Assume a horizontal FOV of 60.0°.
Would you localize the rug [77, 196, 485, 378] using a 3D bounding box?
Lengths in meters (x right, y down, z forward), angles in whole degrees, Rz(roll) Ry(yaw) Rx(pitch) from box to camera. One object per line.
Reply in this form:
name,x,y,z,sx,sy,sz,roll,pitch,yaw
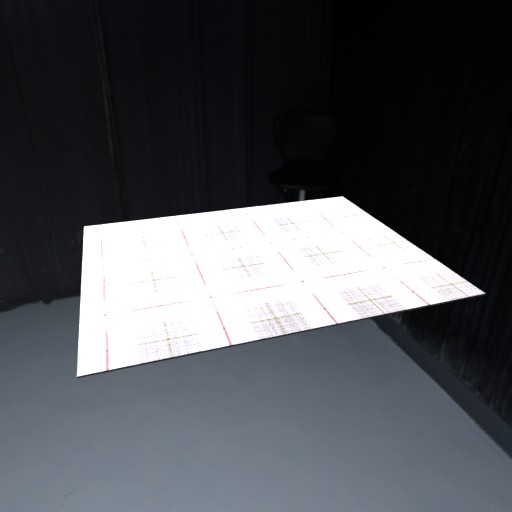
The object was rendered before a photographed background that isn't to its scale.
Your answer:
rug,0.000,0.000,3.985,2.959,0.016,2.317,-8,28,-16
